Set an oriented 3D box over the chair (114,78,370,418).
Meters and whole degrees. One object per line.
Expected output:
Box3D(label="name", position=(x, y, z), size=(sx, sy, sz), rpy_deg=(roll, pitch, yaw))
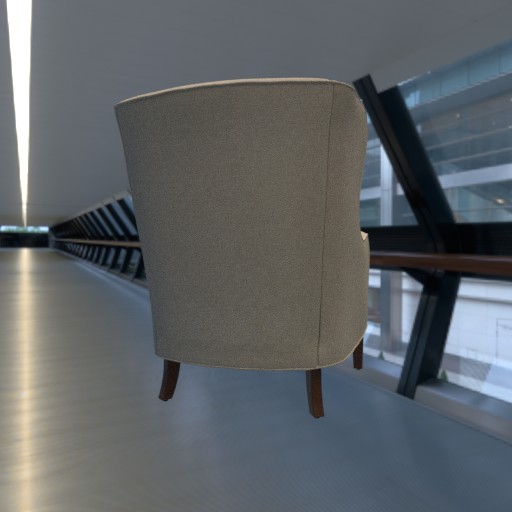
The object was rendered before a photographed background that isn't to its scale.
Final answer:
Box3D(label="chair", position=(0.000, 0.000, 1.712), size=(0.838, 1.040, 0.966), rpy_deg=(0, 1, 17))
